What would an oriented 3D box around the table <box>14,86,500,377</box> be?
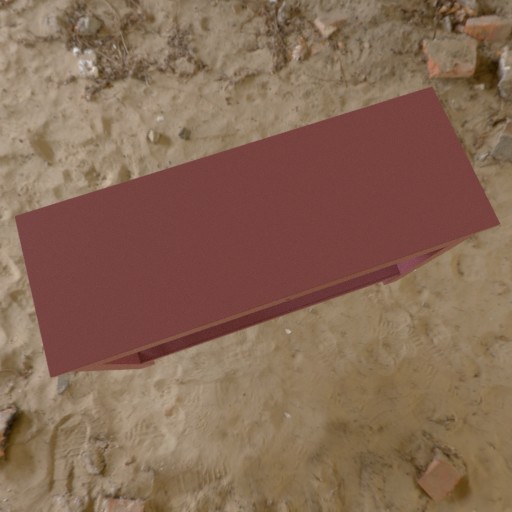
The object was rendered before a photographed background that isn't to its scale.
[{"bbox_3d":[0.000,0.000,1.400,1.068,0.753,0.397,-18,77,-4],"label":"table"}]
